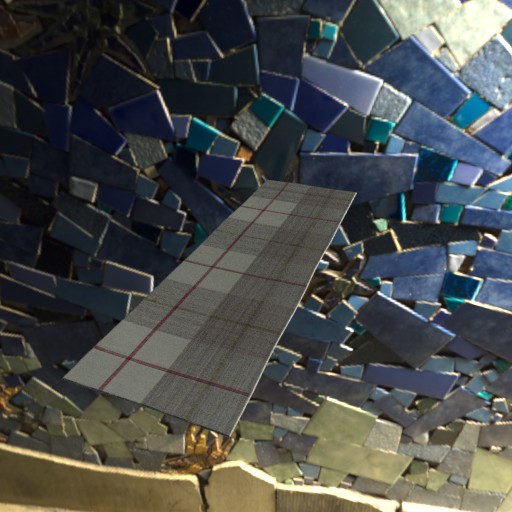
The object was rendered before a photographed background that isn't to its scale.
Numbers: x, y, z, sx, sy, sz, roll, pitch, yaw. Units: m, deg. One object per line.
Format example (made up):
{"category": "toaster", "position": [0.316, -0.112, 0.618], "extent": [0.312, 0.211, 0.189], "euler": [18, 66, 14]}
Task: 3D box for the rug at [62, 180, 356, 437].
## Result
{"category": "rug", "position": [0.000, 0.000, 2.686], "extent": [0.762, 0.013, 2.439], "euler": [11, 32, 18]}
